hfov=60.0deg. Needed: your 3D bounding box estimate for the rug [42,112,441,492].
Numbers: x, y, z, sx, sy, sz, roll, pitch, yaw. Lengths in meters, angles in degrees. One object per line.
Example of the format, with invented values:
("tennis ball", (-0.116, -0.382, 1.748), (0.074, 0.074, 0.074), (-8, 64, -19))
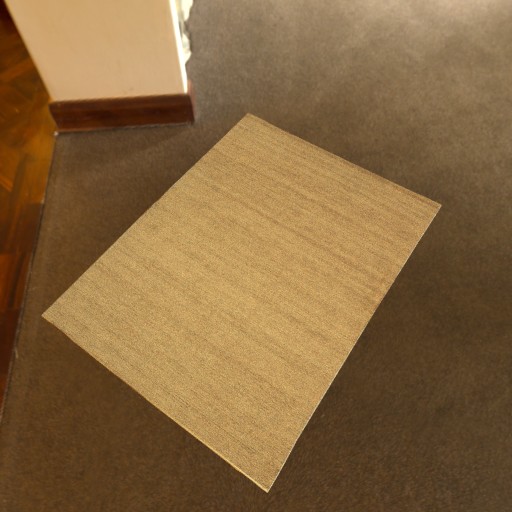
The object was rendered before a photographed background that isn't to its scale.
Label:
("rug", (0.000, 0.000, 4.244), (2.434, 0.045, 3.202), (31, 64, 17))
